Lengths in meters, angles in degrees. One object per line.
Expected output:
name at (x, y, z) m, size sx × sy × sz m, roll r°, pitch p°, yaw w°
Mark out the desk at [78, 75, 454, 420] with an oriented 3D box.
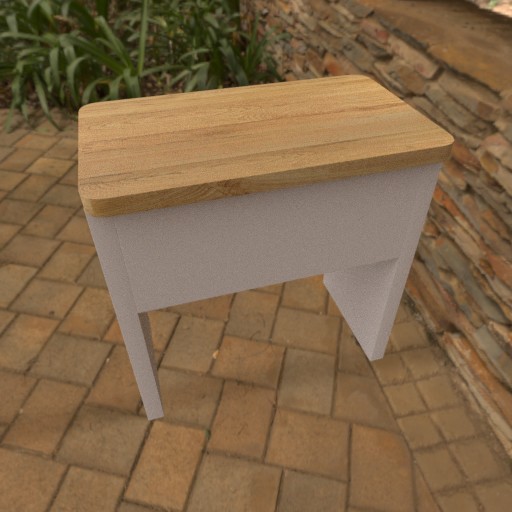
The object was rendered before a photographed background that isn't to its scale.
desk at (0.000, 0.000, 1.249) m, size 0.760 × 0.790 × 0.440 m, roll -11°, pitch 42°, yaw -13°
